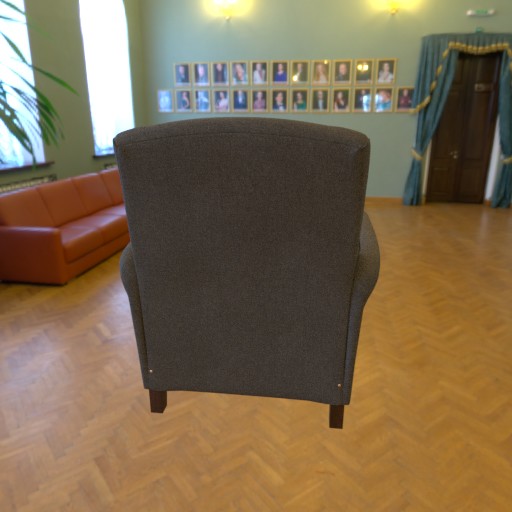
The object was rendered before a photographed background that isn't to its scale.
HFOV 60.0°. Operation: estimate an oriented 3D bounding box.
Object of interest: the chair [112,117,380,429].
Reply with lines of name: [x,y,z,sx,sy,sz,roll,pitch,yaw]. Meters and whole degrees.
chair: [0.000,0.000,1.784,0.978,1.061,0.905,2,17,7]
